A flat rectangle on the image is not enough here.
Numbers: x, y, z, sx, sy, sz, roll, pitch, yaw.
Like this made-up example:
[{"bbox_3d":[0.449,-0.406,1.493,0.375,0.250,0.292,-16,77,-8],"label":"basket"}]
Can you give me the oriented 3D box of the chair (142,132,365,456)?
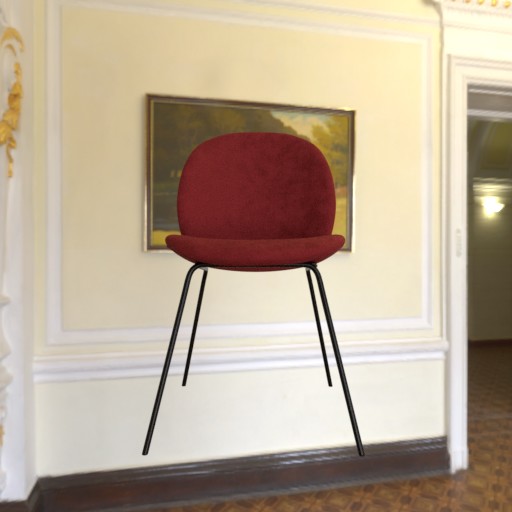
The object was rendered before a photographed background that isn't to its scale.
[{"bbox_3d":[0.000,0.000,1.154,0.458,0.791,0.587,0,1,1],"label":"chair"}]
